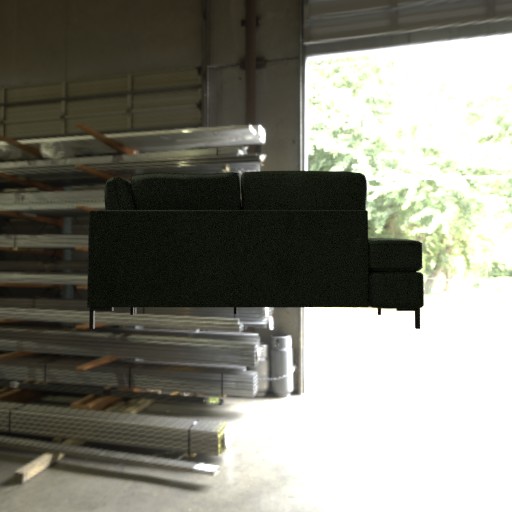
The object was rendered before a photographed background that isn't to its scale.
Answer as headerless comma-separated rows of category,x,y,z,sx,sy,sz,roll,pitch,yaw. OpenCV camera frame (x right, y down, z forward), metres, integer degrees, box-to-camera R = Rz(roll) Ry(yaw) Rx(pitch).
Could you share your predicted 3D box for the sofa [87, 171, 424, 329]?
sofa,0.000,0.000,4.351,2.048,0.996,3.384,0,-2,0
